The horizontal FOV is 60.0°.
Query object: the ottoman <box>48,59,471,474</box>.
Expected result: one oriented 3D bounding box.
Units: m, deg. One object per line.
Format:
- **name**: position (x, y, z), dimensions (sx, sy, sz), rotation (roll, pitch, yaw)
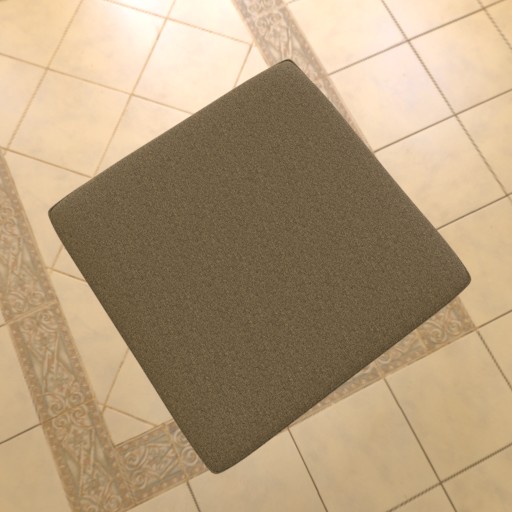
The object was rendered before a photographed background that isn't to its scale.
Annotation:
- **ottoman**: position (0.000, 0.000, 1.587), dimensions (1.015, 0.464, 1.005), rotation (-35, 80, -7)
